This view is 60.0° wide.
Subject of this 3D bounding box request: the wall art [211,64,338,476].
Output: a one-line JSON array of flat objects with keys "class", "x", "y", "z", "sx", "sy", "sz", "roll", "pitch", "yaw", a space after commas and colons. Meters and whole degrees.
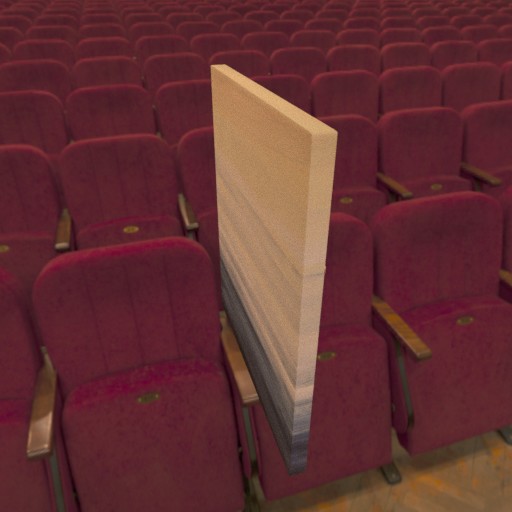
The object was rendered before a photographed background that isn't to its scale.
[{"class": "wall art", "x": 0.000, "y": 0.000, "z": 0.985, "sx": 0.041, "sy": 0.710, "sz": 0.608, "roll": -9, "pitch": 32, "yaw": -14}]
